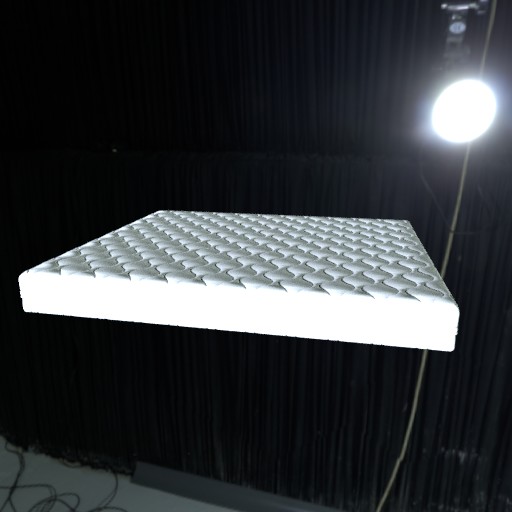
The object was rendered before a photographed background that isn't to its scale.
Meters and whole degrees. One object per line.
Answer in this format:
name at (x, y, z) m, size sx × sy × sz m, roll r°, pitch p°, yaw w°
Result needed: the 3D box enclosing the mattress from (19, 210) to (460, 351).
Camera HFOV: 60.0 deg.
mattress at (0.000, 0.000, 2.606) m, size 1.900 × 0.200 × 1.600 m, roll 3°, pitch 17°, yaw 11°
